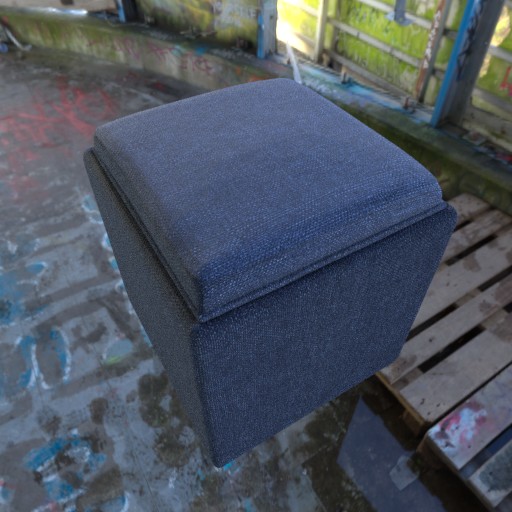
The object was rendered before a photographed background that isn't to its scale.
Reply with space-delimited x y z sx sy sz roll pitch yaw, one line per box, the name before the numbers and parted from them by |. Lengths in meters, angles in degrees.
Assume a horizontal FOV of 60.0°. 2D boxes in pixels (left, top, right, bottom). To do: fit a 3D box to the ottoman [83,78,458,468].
ottoman | 0.000 0.000 0.827 0.436 0.493 0.454 -23 51 -21
